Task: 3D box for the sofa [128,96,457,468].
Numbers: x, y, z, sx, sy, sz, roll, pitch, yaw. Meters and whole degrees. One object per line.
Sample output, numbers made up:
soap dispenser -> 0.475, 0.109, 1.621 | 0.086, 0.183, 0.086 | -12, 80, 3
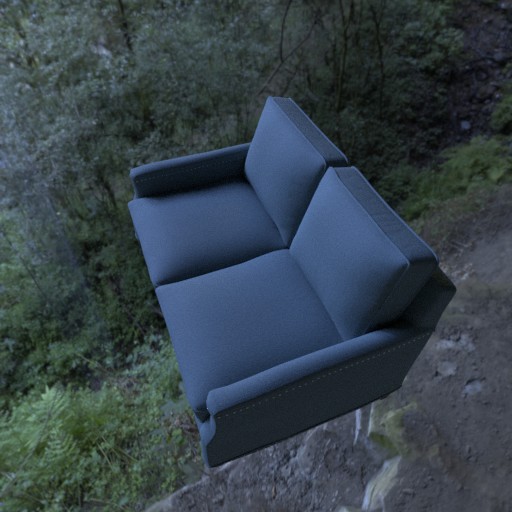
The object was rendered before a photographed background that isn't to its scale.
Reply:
sofa -> 0.000, 0.000, 2.280 | 1.084, 1.003, 1.597 | -16, 49, -15
